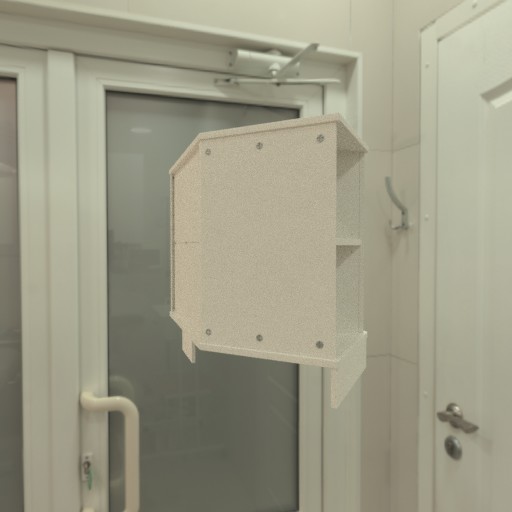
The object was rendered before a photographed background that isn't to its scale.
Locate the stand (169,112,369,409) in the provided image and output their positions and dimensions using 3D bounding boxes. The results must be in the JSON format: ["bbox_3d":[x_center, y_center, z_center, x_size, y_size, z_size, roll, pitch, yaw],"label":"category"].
[{"bbox_3d":[0.000,0.000,1.422,0.477,0.614,1.072,0,1,-18],"label":"stand"}]
